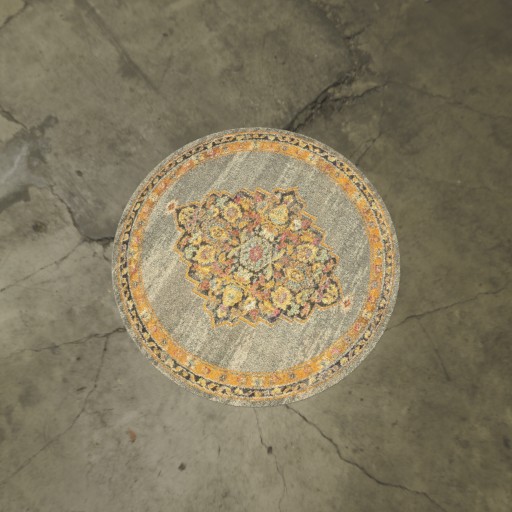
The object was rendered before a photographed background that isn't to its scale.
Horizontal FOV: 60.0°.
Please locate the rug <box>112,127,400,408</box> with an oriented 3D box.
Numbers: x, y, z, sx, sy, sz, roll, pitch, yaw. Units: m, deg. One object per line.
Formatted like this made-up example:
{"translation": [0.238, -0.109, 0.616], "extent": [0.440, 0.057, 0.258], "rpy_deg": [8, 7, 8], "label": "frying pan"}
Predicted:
{"translation": [0.000, 0.000, 2.461], "extent": [1.598, 0.010, 1.598], "rpy_deg": [0, 75, 0], "label": "rug"}
